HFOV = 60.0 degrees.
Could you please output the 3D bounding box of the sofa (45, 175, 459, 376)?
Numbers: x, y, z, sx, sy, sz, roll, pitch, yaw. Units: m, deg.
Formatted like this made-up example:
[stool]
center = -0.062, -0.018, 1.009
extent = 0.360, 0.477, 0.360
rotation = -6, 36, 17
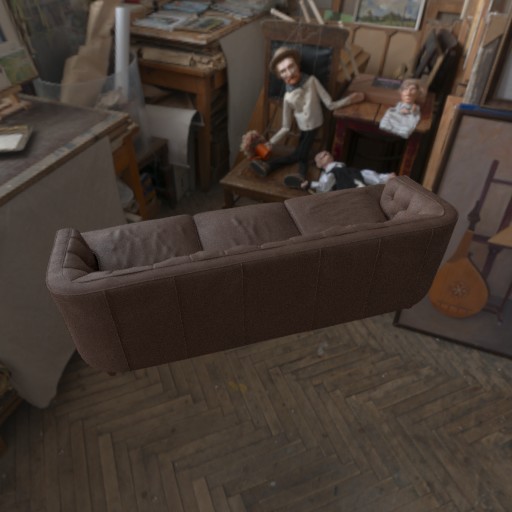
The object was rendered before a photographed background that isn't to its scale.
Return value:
[sofa]
center = 0.000, 0.000, 2.721
extent = 2.227, 0.787, 0.927
rotation = -11, 43, -12
